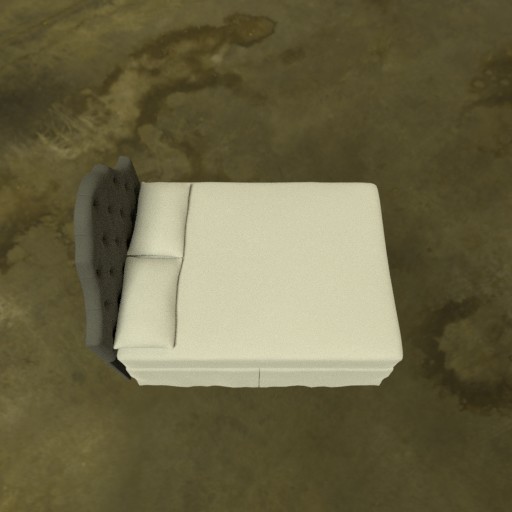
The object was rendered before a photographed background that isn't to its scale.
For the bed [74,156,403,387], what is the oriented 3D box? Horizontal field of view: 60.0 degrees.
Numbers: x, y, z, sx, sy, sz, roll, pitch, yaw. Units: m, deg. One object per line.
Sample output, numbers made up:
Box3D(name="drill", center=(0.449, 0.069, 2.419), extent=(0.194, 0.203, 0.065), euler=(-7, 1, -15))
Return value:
Box3D(name="bed", center=(0.000, 0.000, 3.349), extent=(2.155, 1.575, 1.636), euler=(0, 63, 0))
